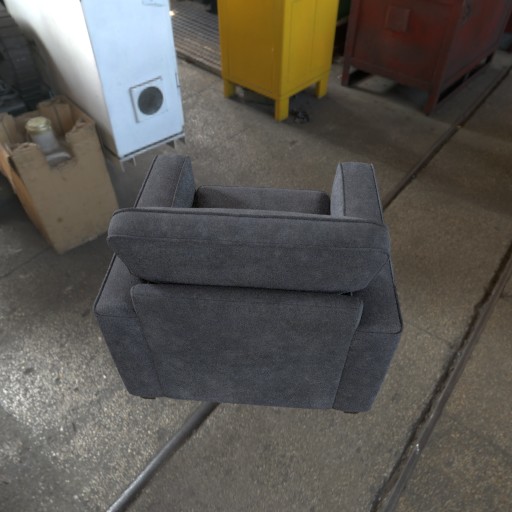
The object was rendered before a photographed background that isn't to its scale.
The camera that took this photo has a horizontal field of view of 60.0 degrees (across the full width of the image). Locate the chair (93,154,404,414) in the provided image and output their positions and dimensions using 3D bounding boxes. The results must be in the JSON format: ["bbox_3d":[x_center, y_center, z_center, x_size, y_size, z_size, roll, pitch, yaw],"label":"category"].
[{"bbox_3d":[0.000,0.000,1.826,1.015,0.965,0.939,3,46,3],"label":"chair"}]
